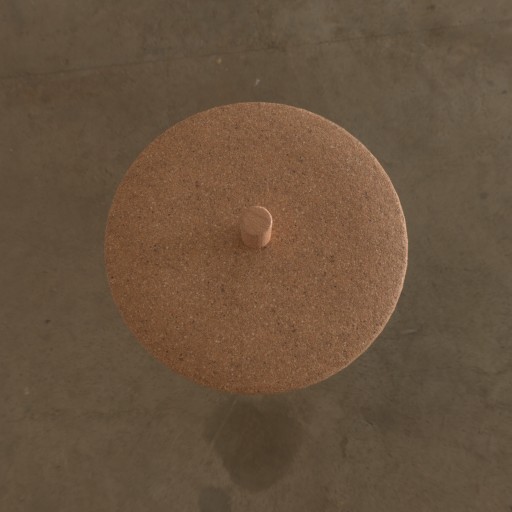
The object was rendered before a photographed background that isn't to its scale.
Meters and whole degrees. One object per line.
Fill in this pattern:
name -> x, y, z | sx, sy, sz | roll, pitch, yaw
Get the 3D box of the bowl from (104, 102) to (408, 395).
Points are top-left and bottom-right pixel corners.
bowl -> 0.000, 0.000, 0.217 | 0.126, 0.110, 0.126 | 0, 76, 0
